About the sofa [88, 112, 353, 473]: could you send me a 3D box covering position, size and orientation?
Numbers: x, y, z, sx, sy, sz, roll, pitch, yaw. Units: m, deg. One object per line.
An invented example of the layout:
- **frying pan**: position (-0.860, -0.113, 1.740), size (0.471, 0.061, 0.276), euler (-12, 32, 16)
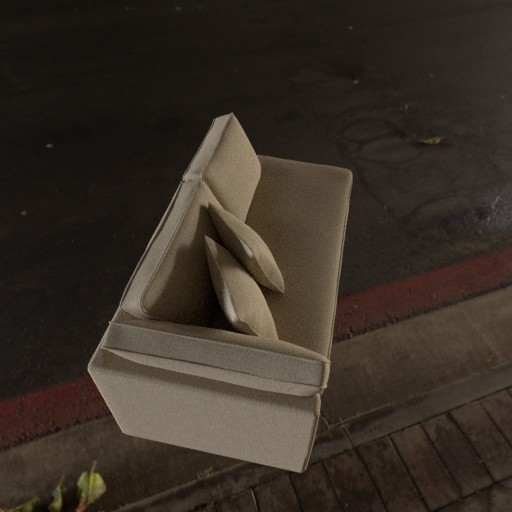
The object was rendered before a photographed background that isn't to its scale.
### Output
- **sofa**: position (0.000, 0.000, 2.873), size (1.110, 1.033, 2.237), euler (9, 48, 8)
